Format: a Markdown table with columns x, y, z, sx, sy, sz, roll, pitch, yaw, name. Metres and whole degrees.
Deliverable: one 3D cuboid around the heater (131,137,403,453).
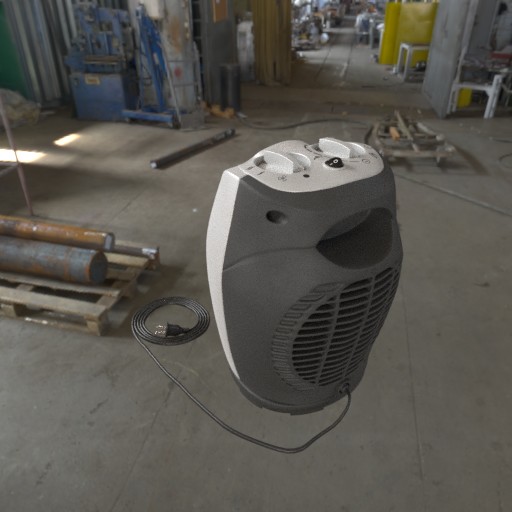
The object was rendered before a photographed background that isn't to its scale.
| x | y | z | sx | sy | sz | roll | pitch | yaw | name |
| --- | --- | --- | --- | --- | --- | --- | --- | --- | --- |
| 0.000 | 0.000 | 0.472 | 0.239 | 0.255 | 0.291 | -19 | 36 | -28 | heater |
